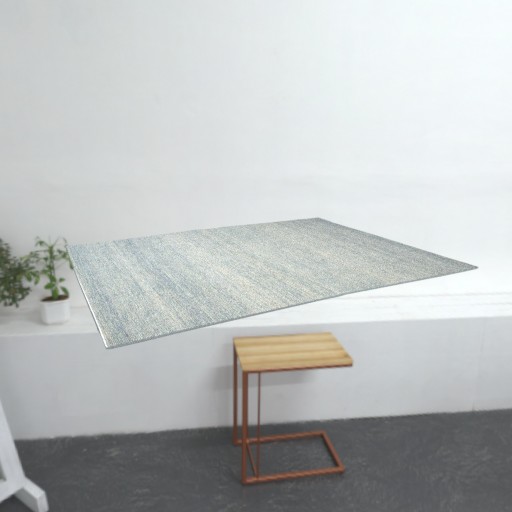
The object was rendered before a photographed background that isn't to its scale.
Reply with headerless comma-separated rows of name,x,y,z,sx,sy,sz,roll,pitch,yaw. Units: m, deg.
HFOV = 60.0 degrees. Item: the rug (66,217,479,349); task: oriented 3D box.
rug,0.000,0.000,4.306,3.237,0.046,2.461,-8,19,-26
